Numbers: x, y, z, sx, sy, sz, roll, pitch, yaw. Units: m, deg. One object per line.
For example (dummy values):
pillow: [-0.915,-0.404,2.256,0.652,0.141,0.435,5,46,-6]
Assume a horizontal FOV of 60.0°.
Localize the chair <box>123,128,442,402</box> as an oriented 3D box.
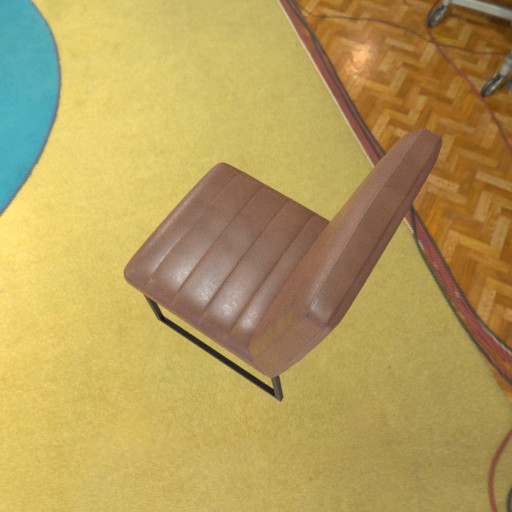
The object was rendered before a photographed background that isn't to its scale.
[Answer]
chair: [0.000,0.000,1.300,0.634,0.930,0.520,30,66,15]
